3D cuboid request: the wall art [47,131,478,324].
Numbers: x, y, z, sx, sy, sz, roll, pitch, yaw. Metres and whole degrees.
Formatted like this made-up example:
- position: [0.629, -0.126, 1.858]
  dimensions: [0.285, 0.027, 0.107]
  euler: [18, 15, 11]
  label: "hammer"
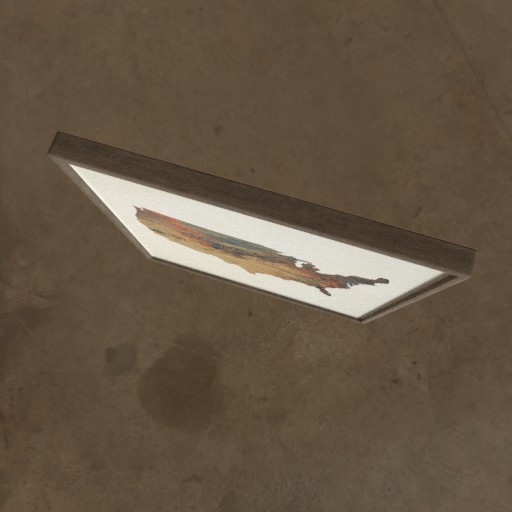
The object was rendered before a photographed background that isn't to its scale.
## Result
- position: [0.000, 0.000, 1.113]
  dimensions: [0.749, 0.751, 0.050]
  euler: [16, 76, 4]
  label: "wall art"
